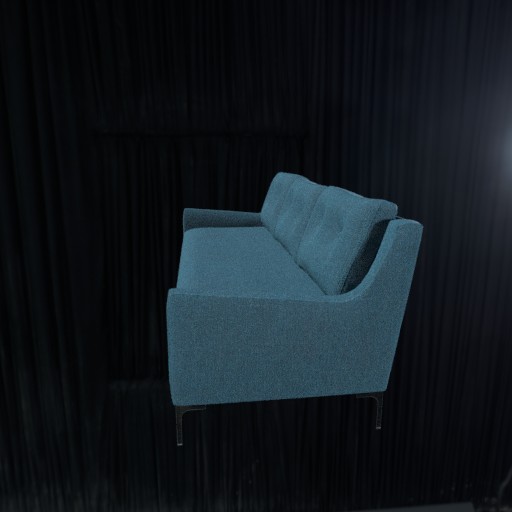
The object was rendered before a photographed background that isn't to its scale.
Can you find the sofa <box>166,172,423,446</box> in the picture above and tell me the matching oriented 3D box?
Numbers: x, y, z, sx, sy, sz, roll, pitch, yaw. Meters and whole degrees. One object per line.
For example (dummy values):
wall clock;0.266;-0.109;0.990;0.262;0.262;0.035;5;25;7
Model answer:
sofa;0.000;0.000;2.452;0.849;0.837;2.060;-2;14;-7
